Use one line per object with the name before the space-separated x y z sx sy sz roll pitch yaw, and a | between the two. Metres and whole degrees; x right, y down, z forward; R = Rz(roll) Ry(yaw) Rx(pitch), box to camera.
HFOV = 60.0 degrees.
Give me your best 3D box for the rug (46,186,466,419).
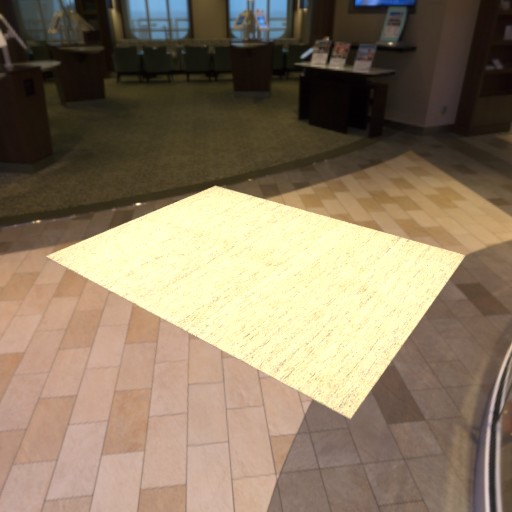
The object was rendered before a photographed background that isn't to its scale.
rug | 0.000 0.000 4.245 3.201 0.014 2.437 20 35 32
